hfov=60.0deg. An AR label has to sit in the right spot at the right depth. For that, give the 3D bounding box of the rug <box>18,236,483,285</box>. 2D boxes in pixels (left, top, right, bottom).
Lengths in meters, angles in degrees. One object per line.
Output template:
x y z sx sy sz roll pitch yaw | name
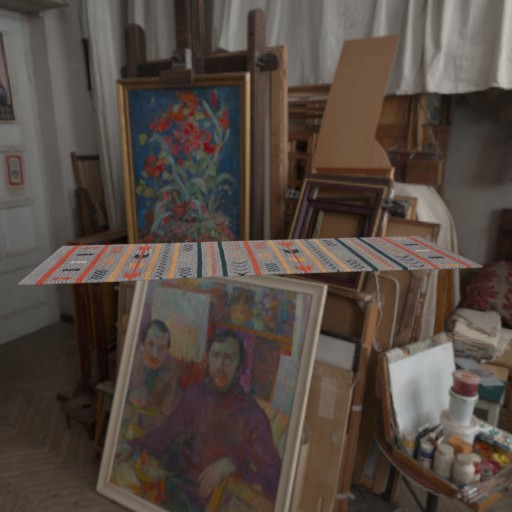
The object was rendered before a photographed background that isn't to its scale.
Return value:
0.000 0.000 2.639 2.419 0.022 0.744 -2 16 -7 | rug
